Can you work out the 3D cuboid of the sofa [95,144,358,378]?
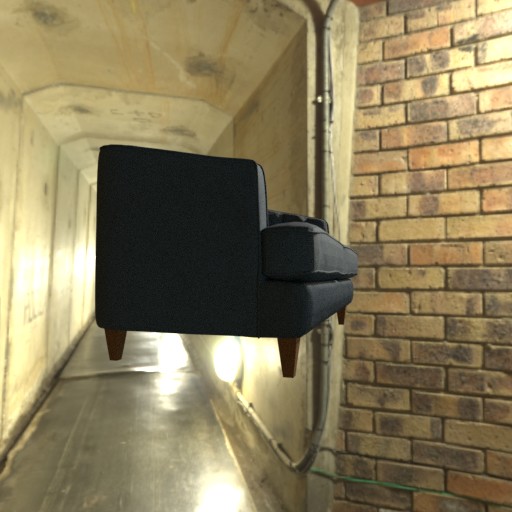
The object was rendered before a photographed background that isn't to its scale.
[{"bbox_3d":[0.000,0.000,2.308,0.941,0.854,1.733,-1,-3,17],"label":"sofa"}]
